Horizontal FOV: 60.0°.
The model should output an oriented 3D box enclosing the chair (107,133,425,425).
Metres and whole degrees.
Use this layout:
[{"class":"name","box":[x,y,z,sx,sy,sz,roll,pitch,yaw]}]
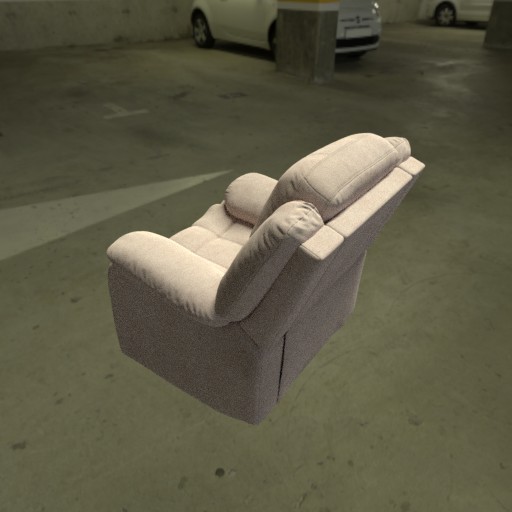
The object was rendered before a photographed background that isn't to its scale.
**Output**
[{"class":"chair","box":[0.000,0.000,1.745,0.944,1.008,0.899,21,37,30]}]
